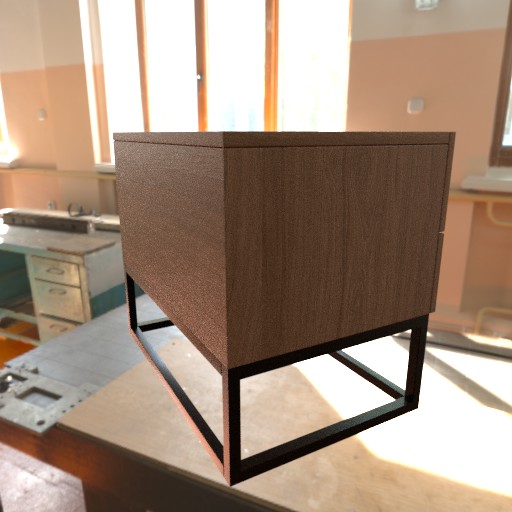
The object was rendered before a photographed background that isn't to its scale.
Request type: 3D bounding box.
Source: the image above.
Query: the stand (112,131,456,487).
[{"bbox_3d":[0.000,0.000,0.928,0.420,0.500,0.600,-8,18,-28],"label":"stand"}]
